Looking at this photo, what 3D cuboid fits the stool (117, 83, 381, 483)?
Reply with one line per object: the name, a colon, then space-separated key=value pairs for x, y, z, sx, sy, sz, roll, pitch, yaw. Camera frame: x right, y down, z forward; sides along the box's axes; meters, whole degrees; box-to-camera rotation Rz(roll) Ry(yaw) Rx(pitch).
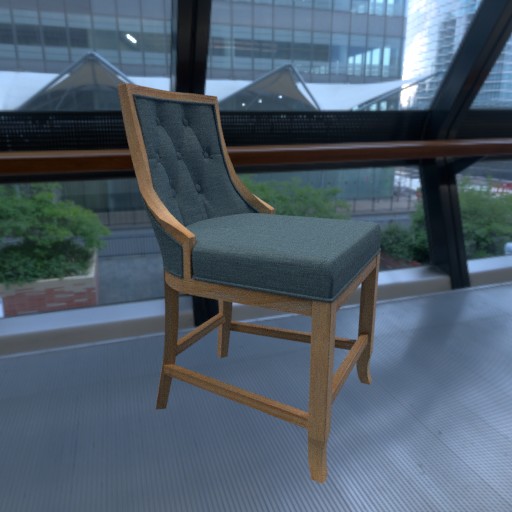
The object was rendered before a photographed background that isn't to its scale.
stool: x=0.000 y=0.000 z=1.303 sx=0.626 sy=0.938 sz=0.524 roll=7 pitch=17 yaw=26
